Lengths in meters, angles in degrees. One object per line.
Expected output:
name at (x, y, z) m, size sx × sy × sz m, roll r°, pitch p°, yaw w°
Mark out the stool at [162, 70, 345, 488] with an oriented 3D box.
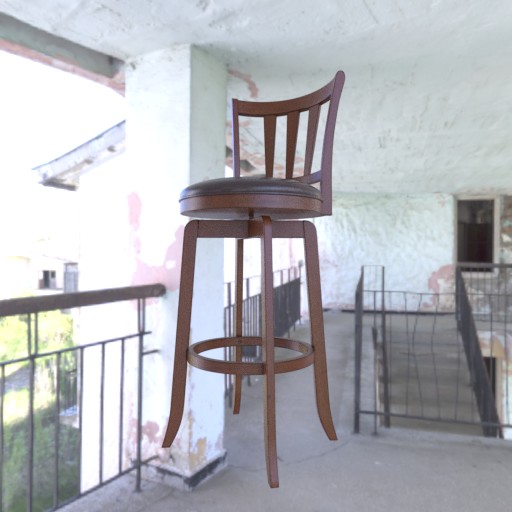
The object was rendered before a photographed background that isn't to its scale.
stool at (0.000, 0.000, 1.414) m, size 0.464 × 1.177 × 0.503 m, roll 0°, pitch 1°, yaw 35°
